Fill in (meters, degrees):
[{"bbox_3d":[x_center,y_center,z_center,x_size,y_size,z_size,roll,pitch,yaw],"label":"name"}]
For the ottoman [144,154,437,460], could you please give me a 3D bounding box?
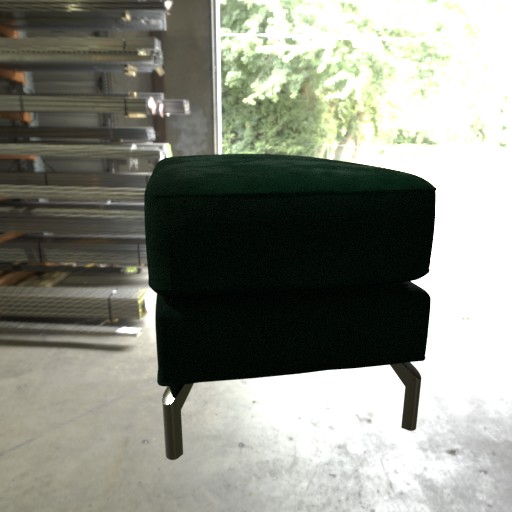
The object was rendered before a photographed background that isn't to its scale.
[{"bbox_3d":[0.000,0.000,1.208,0.536,0.533,0.886,-3,15,-10],"label":"ottoman"}]
